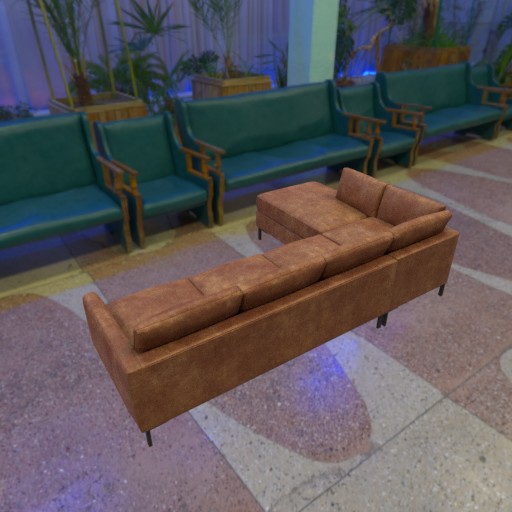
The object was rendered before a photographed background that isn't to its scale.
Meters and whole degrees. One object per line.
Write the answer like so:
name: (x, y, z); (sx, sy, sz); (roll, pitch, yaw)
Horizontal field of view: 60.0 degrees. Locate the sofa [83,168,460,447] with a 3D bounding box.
sofa: (0.000, 0.000, 3.868); (2.984, 0.877, 1.938); (-19, 35, -29)
